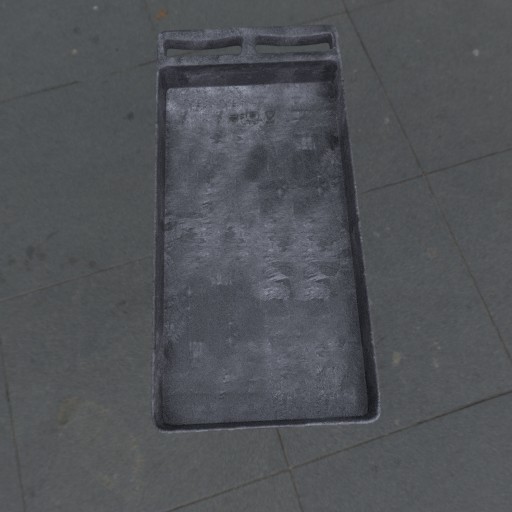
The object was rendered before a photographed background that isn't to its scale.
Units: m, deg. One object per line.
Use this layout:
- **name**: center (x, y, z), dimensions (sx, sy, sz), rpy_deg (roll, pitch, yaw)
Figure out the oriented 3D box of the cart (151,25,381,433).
- **cart**: center (0.000, 0.000, 1.305), dimensions (0.420, 0.824, 0.877), rpy_deg (-3, 74, -1)
